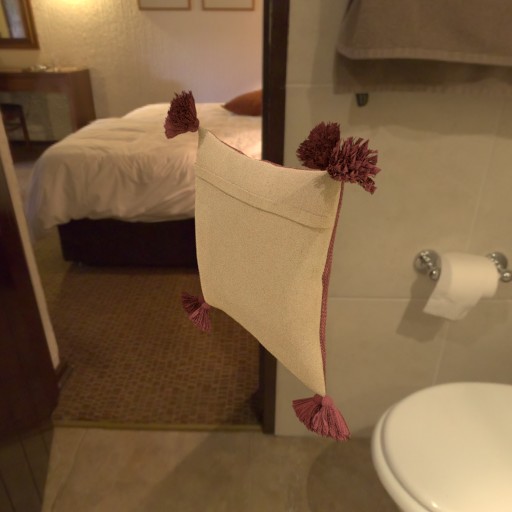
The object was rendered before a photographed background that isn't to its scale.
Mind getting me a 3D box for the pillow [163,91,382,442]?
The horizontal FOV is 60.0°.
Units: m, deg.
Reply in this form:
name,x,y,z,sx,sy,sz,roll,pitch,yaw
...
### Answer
name,x,y,z,sx,sy,sz,roll,pitch,yaw
pillow,0.000,0.000,0.980,0.138,0.659,0.641,-18,32,-32
